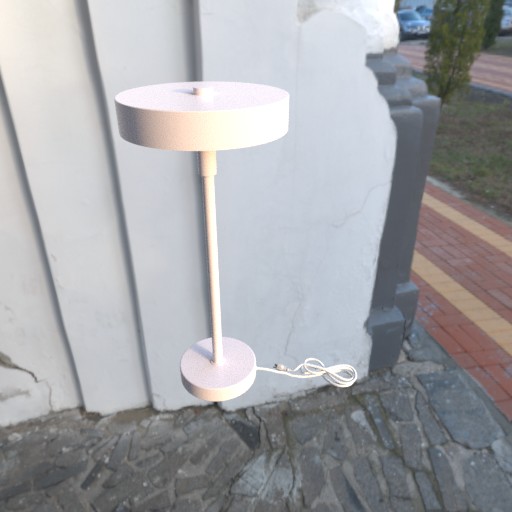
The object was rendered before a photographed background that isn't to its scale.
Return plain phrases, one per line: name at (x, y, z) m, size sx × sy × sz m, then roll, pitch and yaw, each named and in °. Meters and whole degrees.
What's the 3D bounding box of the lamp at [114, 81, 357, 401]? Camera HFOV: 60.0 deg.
lamp at (0.000, 0.000, 0.707) m, size 0.369 × 0.508 × 0.229 m, roll 1°, pitch 29°, yaw 3°
